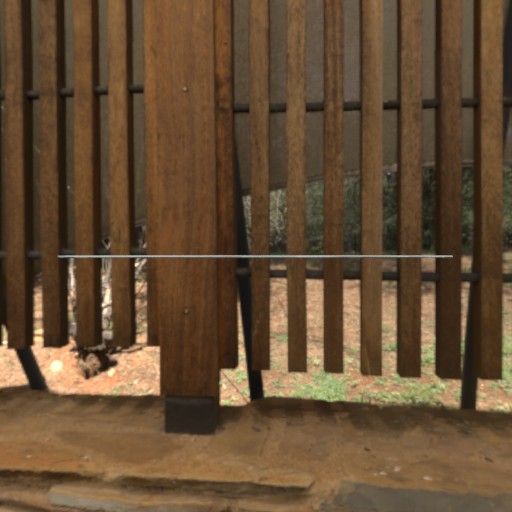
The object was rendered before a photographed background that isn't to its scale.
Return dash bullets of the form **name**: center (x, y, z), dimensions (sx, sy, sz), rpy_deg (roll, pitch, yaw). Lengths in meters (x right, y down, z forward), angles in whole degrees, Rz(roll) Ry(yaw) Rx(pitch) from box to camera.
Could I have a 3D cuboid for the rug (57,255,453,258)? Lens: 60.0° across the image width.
- **rug**: center (0.000, 0.000, 2.830), dimensions (1.522, 0.008, 2.284), rpy_deg (0, 0, 0)
